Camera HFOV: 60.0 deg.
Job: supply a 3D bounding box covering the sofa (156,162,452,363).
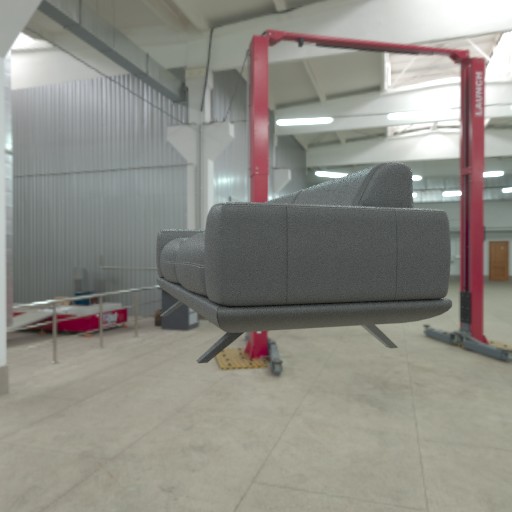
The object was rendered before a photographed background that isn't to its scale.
[{"bbox_3d":[0.000,0.000,2.358,0.900,0.772,1.901,0,0,-18],"label":"sofa"}]
